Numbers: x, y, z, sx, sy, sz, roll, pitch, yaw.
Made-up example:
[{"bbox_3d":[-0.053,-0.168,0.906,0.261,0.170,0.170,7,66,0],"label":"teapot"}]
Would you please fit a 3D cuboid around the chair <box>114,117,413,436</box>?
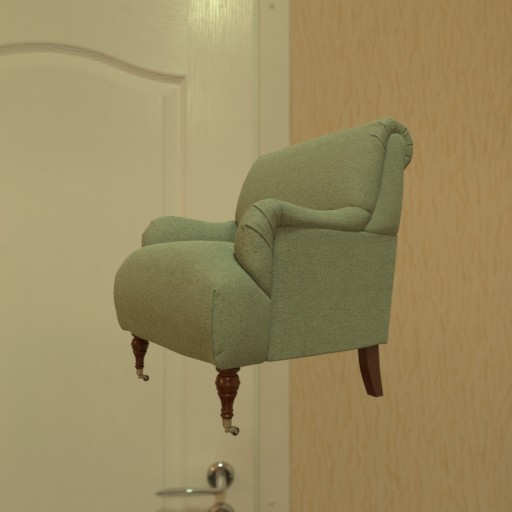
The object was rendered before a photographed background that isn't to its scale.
[{"bbox_3d":[0.000,0.000,1.984,1.060,1.178,0.964,0,0,-36],"label":"chair"}]
